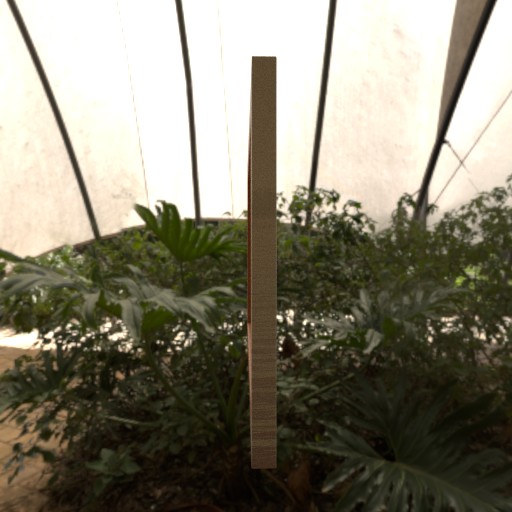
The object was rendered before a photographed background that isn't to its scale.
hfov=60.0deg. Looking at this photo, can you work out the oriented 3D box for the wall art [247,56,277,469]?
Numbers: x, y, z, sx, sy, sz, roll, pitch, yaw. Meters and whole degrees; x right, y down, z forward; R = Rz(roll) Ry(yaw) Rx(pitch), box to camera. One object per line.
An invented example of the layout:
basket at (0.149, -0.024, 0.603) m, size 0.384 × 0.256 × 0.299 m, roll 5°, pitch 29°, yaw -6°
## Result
wall art at (0.000, 0.000, 1.109) m, size 0.037 × 0.609 × 0.916 m, roll 0°, pitch 2°, yaw -2°
